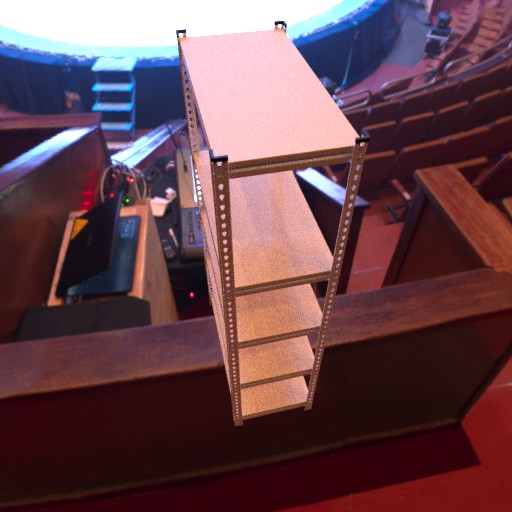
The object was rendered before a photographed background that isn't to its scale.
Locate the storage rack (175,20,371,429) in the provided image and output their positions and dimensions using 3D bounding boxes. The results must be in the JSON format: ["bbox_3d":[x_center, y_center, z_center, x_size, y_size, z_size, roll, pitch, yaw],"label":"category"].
[{"bbox_3d":[0.000,0.000,2.184,0.457,1.829,0.914,-10,48,-9],"label":"storage rack"}]
